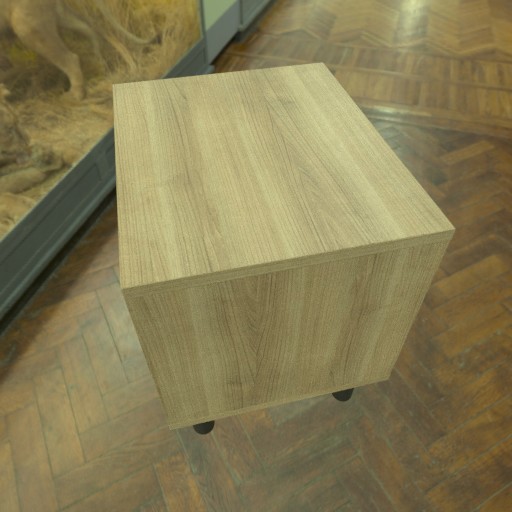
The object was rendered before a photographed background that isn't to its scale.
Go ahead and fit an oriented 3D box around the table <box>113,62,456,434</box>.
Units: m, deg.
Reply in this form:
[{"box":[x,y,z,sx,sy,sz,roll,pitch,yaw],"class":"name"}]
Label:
[{"box":[0.000,0.000,0.780,0.380,0.460,0.445,-10,48,-9],"class":"table"}]
